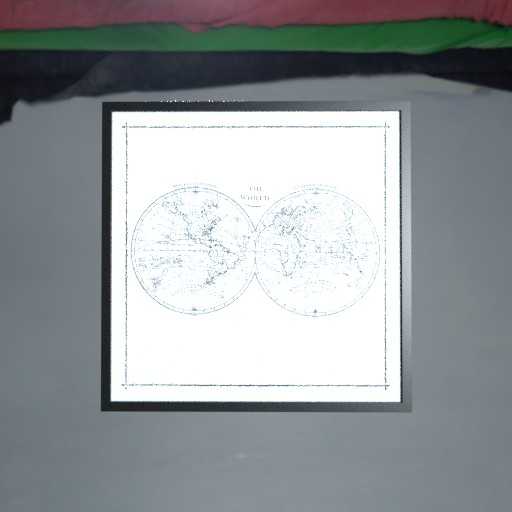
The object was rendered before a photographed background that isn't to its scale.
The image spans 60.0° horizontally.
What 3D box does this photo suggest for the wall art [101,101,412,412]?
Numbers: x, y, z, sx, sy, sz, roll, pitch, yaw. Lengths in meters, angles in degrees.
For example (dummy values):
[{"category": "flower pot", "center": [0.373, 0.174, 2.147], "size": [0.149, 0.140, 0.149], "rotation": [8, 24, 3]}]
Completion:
[{"category": "wall art", "center": [0.000, 0.000, 1.120], "size": [0.773, 0.775, 0.031], "rotation": [0, -1, 0]}]
